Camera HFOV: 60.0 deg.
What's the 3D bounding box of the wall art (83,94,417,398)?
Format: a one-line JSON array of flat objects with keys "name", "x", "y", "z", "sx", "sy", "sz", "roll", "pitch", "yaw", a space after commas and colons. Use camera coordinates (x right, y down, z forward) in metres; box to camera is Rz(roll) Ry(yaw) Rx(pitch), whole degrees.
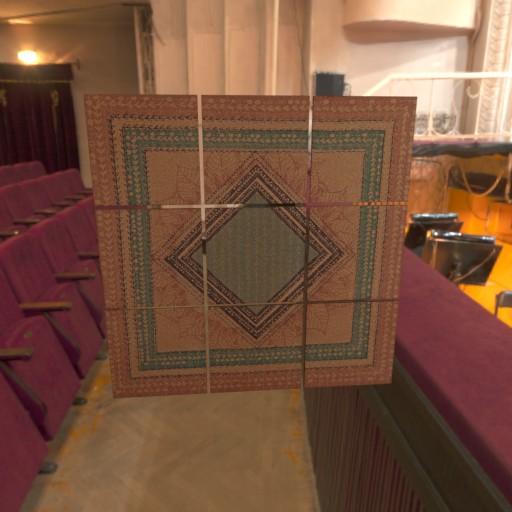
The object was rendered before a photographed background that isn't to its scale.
[{"name": "wall art", "x": 0.000, "y": 0.000, "z": 1.338, "sx": 0.915, "sy": 0.914, "sz": 0.013, "roll": -1, "pitch": 16, "yaw": -5}]
